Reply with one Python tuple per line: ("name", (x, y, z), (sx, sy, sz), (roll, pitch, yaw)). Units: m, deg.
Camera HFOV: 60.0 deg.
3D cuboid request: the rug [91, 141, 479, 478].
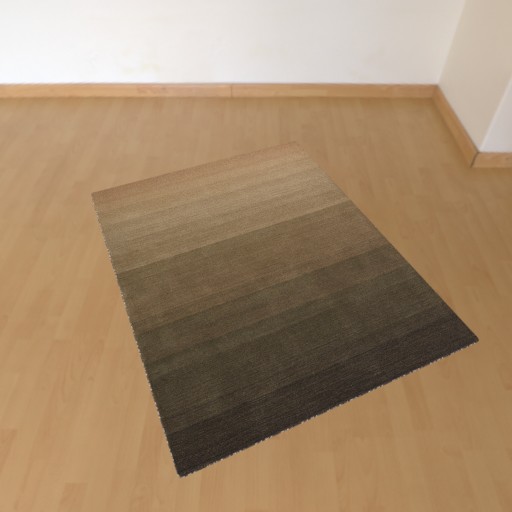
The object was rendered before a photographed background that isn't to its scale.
("rug", (0.000, 0.000, 3.824), (2.306, 0.017, 2.902), (-18, 50, -16))
